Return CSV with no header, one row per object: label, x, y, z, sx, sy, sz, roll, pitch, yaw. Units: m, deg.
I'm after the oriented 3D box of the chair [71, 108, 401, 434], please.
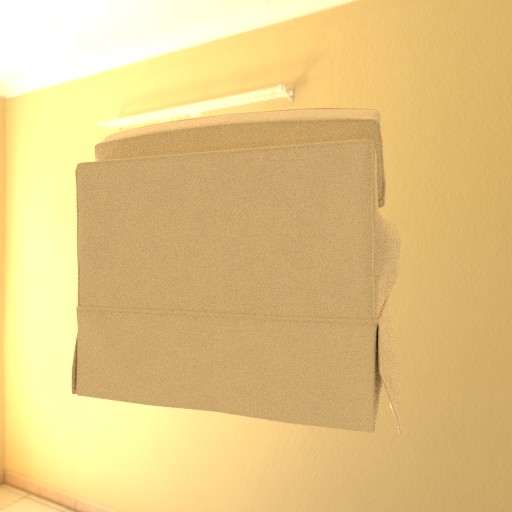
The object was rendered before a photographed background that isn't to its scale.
chair,0.000,0.000,1.750,1.099,0.958,0.904,0,0,19
